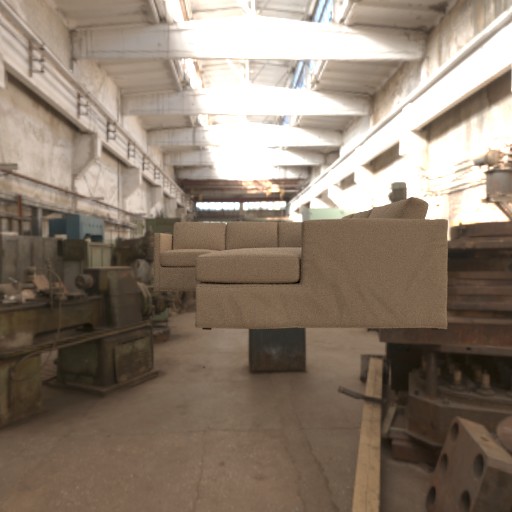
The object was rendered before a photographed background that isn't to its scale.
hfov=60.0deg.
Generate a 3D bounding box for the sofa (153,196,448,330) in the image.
[{"bbox_3d":[0.000,0.000,4.476,2.427,0.882,3.460,0,1,0],"label":"sofa"}]
